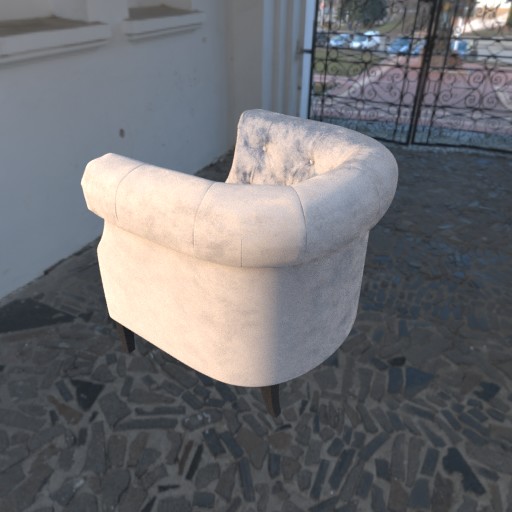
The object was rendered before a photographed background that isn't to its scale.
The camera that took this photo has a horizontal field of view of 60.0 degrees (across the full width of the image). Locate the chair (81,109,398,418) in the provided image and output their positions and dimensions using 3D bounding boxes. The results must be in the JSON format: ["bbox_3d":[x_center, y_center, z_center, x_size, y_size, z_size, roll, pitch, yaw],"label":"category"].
[{"bbox_3d":[0.000,0.000,1.598,0.851,0.826,0.904,22,38,31],"label":"chair"}]
